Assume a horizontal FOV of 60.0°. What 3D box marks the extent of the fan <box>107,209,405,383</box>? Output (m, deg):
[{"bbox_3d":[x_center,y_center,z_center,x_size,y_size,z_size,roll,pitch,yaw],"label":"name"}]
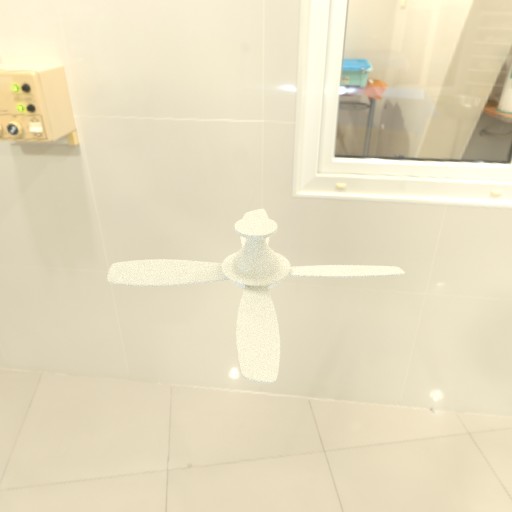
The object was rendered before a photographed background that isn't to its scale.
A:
[{"bbox_3d":[0.000,0.000,2.502,1.694,0.382,1.693,0,30,-1],"label":"fan"}]
